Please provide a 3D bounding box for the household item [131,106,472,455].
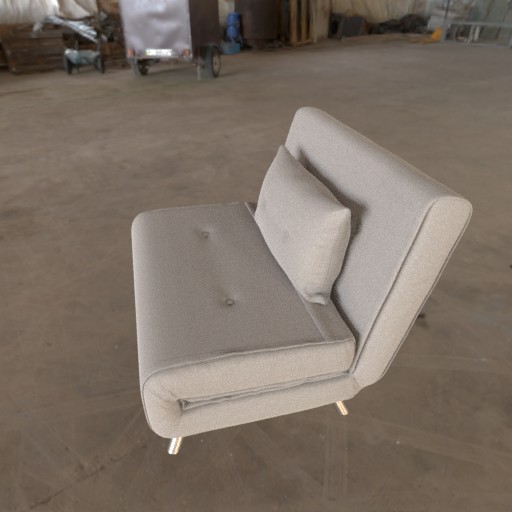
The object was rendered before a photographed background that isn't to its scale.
[{"bbox_3d":[0.000,0.000,1.596,0.874,0.800,1.000,-8,32,-13],"label":"household item"}]
